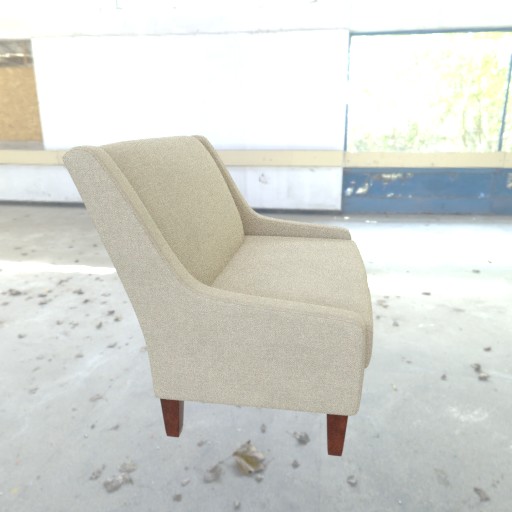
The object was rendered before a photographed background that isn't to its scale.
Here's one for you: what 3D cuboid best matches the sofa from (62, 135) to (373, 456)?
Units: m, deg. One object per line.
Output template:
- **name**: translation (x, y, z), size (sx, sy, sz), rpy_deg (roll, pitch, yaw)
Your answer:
- **sofa**: translation (0.000, 0.000, 1.899), size (0.946, 0.976, 1.212), rpy_deg (3, 17, 9)
